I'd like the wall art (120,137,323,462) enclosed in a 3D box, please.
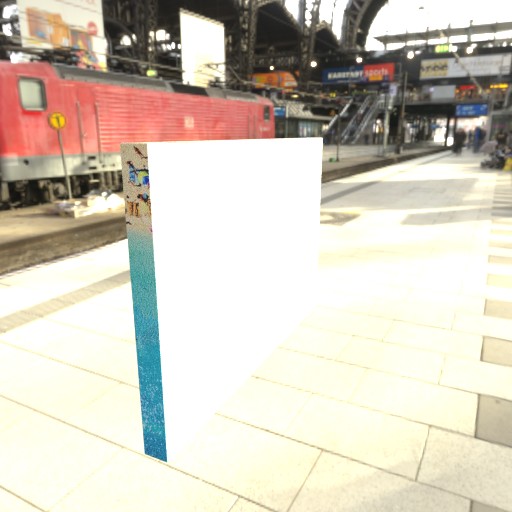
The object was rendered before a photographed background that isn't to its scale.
[{"bbox_3d":[0.000,0.000,1.169,0.057,0.595,0.894,7,17,25],"label":"wall art"}]
